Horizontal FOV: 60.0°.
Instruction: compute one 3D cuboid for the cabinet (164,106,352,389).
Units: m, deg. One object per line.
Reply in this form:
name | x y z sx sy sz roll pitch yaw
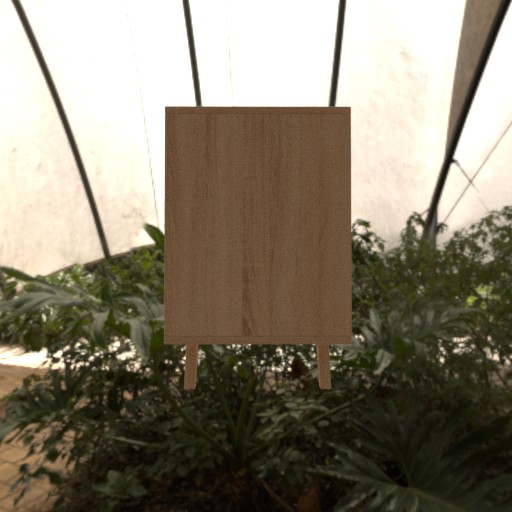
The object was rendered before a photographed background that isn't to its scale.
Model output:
cabinet | 0.000 0.000 2.007 0.500 0.780 1.650 0 -1 0
